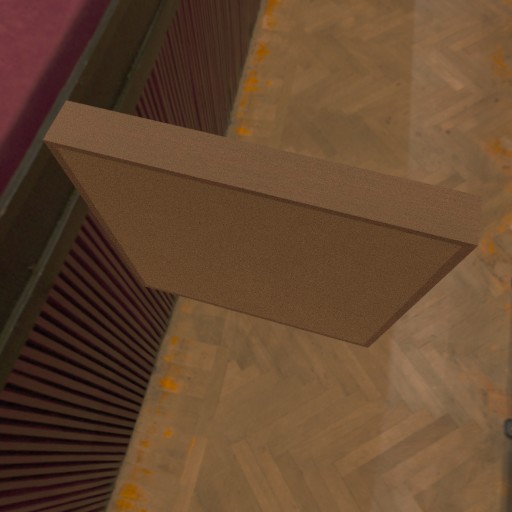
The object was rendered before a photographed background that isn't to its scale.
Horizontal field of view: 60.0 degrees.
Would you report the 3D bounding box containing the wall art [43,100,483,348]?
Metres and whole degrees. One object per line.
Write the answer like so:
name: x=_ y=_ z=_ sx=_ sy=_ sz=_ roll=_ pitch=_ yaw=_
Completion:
wall art: x=0.000 y=0.000 z=0.444 sx=0.304 sy=0.303 sz=0.038 roll=15 pitch=67 yaw=6
